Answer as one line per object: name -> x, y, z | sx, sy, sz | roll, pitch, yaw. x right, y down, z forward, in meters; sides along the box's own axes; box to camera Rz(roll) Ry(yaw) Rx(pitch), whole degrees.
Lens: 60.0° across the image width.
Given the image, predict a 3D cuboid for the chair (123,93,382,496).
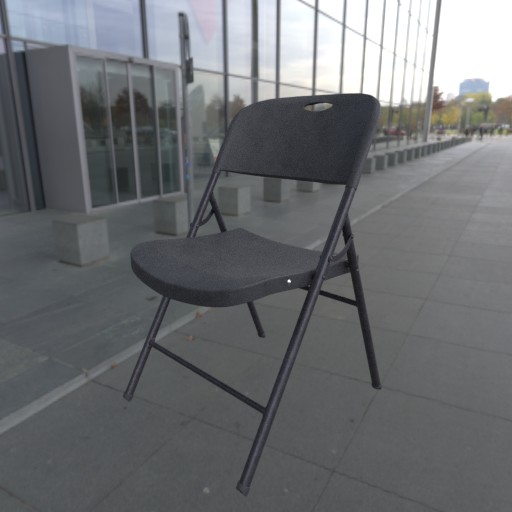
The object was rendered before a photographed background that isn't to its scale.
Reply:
chair -> 0.000, 0.000, 1.146 | 0.494, 0.810, 0.567 | 16, 22, 43
